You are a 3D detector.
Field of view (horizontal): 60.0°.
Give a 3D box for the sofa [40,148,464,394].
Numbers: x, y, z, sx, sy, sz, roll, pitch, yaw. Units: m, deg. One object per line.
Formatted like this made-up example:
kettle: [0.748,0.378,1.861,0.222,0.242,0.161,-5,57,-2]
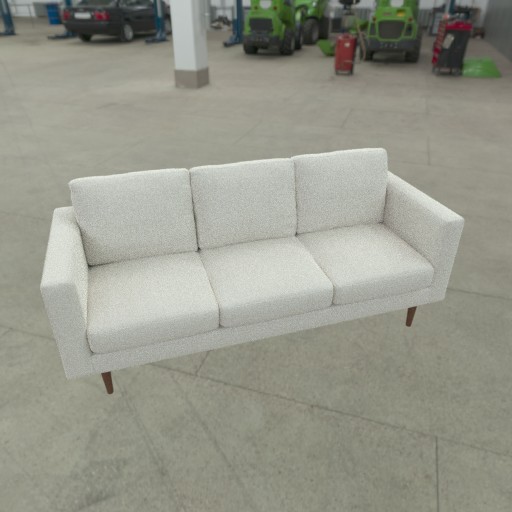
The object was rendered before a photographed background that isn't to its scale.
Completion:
sofa: [0.000,0.000,2.429,2.029,0.912,0.802,-9,33,-15]
